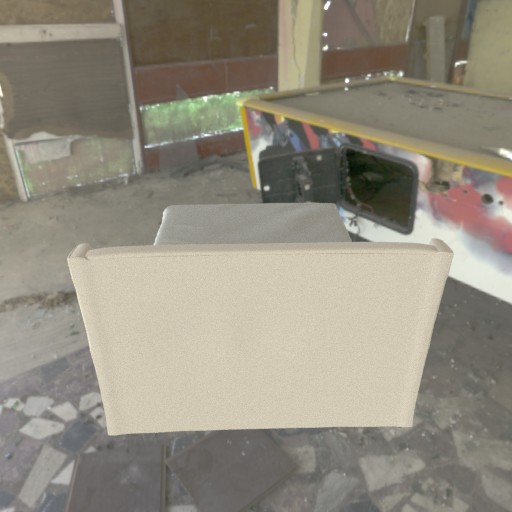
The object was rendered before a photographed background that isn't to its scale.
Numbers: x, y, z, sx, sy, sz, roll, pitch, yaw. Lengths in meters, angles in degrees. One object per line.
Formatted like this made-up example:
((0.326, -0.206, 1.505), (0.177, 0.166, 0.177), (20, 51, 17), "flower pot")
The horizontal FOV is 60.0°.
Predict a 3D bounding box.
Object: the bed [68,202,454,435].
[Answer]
((0.000, 0.000, 3.453), (1.925, 1.332, 2.276), (-1, 30, -1), "bed")
